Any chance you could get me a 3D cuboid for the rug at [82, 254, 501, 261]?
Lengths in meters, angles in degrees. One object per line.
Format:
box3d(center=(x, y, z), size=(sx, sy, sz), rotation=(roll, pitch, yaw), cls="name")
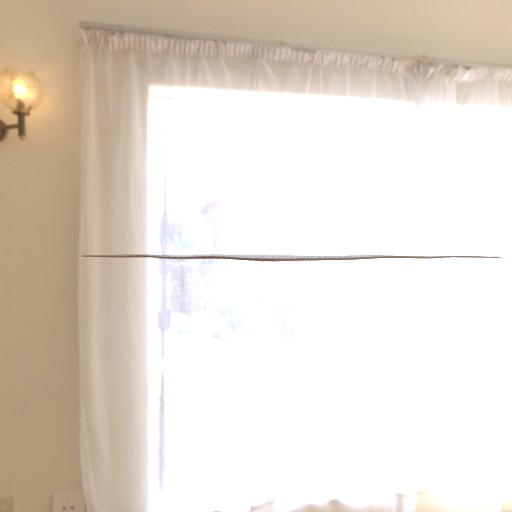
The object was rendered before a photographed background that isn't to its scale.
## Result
box3d(center=(0.000, 0.000, 2.242), size=(1.220, 0.013, 1.829), rotation=(0, 1, -36), cls="rug")
